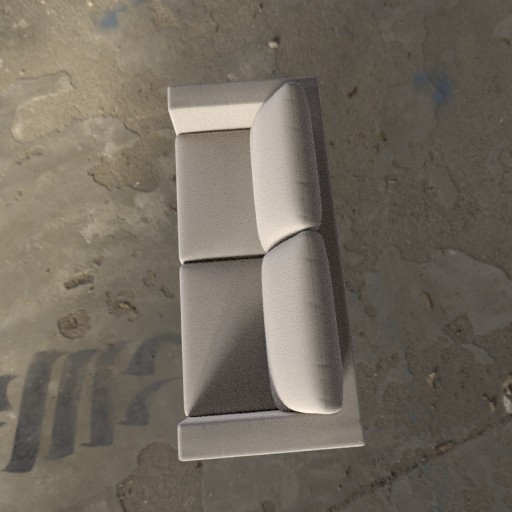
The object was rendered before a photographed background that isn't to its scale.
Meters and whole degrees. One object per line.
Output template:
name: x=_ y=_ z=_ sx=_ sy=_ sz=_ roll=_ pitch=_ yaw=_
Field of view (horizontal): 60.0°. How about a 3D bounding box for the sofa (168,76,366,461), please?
sofa: x=0.000 y=0.000 z=2.656 sx=0.954 sy=0.881 sz=2.163 roll=-4 pitch=75 yaw=-1
